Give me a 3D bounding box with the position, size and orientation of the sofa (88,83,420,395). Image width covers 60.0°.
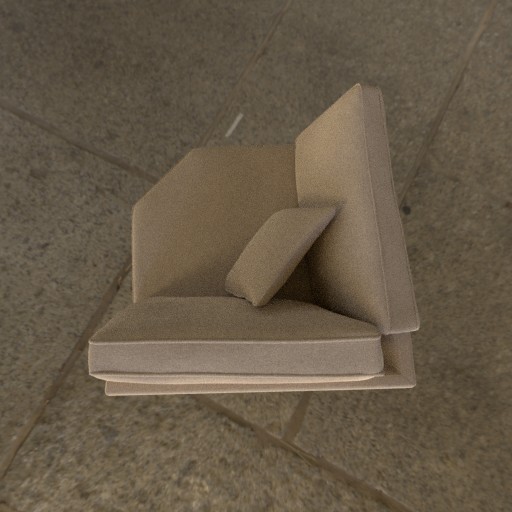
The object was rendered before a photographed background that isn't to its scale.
[{"bbox_3d":[0.000,0.000,1.844,1.042,0.937,1.050,-1,76,0],"label":"sofa"}]
